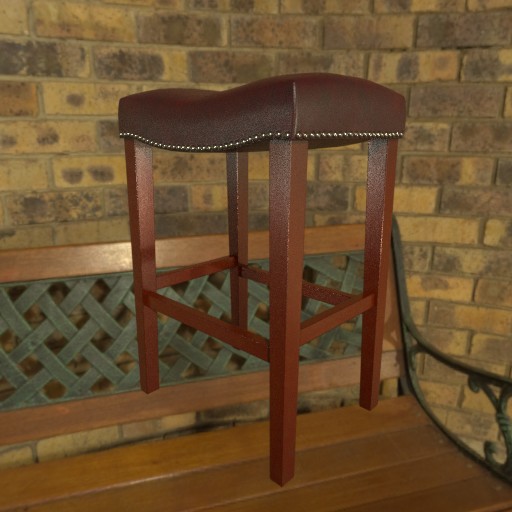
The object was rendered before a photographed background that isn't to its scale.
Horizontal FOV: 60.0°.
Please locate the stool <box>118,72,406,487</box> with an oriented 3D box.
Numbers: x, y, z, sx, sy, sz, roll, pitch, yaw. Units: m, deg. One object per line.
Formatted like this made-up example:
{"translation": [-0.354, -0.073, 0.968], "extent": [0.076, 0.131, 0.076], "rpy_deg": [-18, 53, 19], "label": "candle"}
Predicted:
{"translation": [0.000, 0.000, 1.018], "extent": [0.504, 0.742, 0.372], "rpy_deg": [14, 21, 42], "label": "stool"}
